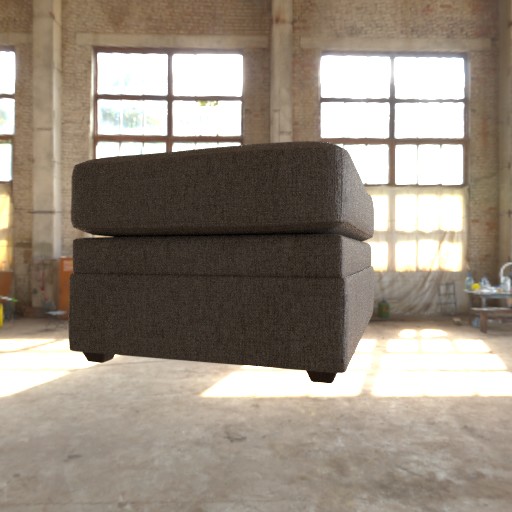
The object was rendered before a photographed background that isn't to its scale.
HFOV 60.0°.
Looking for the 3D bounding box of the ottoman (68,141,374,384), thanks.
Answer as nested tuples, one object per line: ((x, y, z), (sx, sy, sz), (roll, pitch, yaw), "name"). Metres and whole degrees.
((0.000, 0.000, 1.289), (0.637, 0.478, 0.885), (0, 0, 18), "ottoman")
